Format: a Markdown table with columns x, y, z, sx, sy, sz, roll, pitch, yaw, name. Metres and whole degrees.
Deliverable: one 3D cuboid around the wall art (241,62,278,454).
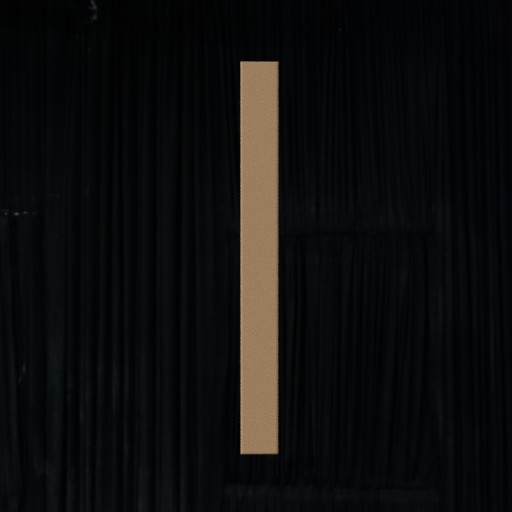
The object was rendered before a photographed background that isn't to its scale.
| x | y | z | sx | sy | sz | roll | pitch | yaw | name |
| --- | --- | --- | --- | --- | --- | --- | --- | --- | --- |
| 0.000 | 0.000 | 0.765 | 0.039 | 0.407 | 0.609 | 0 | 1 | -1 | wall art |
